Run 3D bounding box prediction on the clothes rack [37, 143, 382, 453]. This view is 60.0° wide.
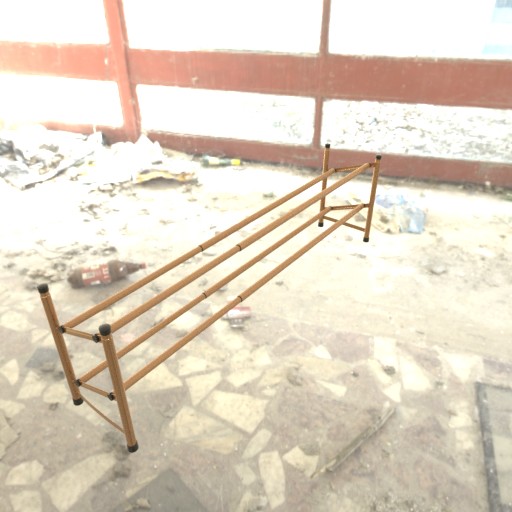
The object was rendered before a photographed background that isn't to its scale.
[{"bbox_3d":[0.000,0.000,1.316,0.229,0.349,1.168,22,38,31],"label":"clothes rack"}]
